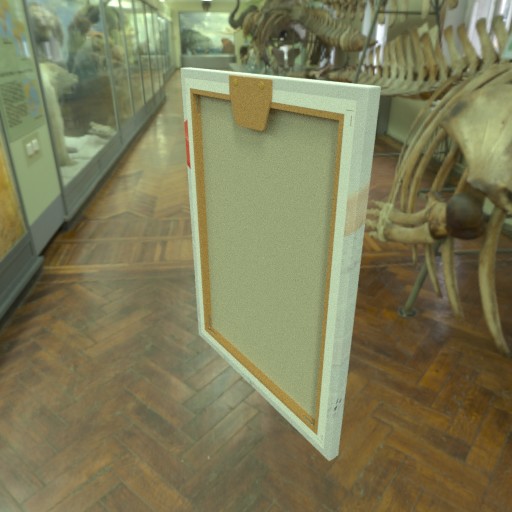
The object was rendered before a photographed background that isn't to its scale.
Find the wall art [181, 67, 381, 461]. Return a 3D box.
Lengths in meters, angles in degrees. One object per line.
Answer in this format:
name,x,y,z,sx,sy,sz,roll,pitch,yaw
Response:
wall art,0.000,0.000,1.338,0.045,1.014,0.759,-18,31,-32
